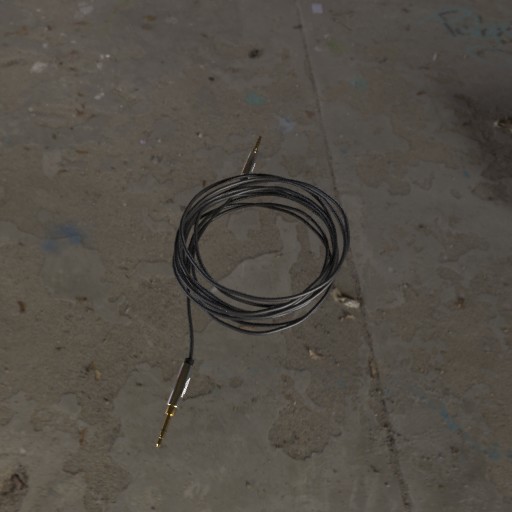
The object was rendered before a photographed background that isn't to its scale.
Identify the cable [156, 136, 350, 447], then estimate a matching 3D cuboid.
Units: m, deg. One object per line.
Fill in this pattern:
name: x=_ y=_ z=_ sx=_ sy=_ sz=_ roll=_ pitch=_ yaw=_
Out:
cable: x=0.000 y=0.000 z=0.505 sx=0.198 sy=0.069 sz=0.432 roll=13 pitch=59 yaw=8
